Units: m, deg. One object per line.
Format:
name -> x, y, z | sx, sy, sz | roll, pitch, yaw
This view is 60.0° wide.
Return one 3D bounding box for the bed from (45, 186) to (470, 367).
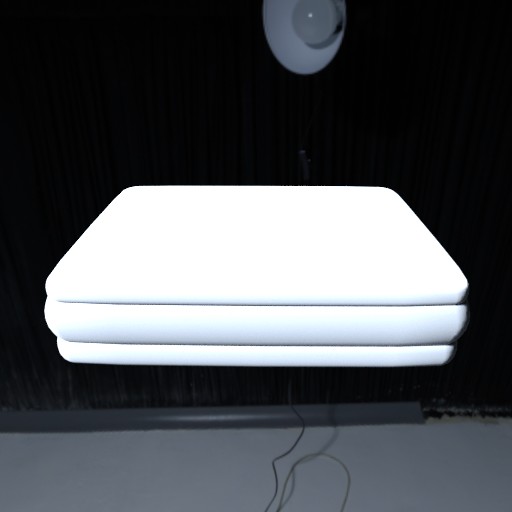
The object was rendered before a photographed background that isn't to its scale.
bed -> 0.000, 0.000, 2.663 | 2.036, 0.460, 1.520 | 0, 27, 1
